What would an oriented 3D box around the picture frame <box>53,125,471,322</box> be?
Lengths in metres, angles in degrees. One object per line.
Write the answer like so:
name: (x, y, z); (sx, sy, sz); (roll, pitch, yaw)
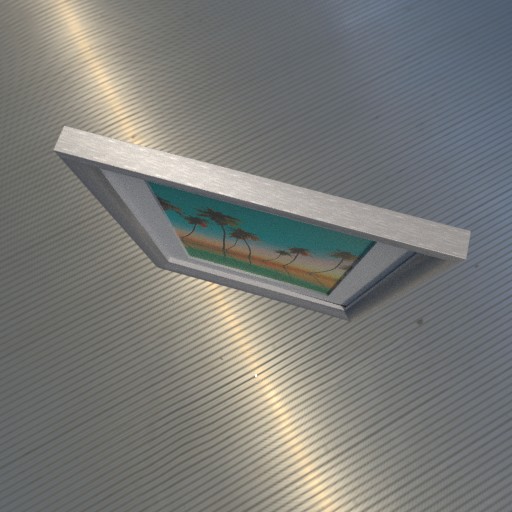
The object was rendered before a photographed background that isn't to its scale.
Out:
picture frame: (0.000, 0.000, 0.523); (0.327, 0.378, 0.027); (15, 75, 4)
